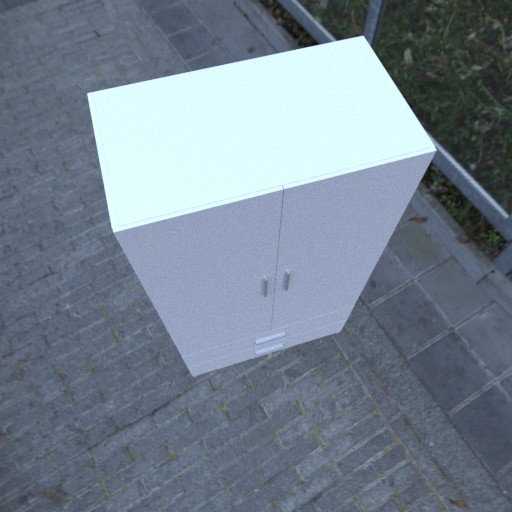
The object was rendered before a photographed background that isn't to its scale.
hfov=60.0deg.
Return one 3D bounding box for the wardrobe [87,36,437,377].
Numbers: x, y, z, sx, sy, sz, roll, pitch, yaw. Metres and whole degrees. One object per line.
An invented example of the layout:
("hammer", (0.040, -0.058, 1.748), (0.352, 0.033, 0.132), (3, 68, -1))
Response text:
("wardrobe", (0.000, 0.000, 2.201), (0.991, 1.808, 0.577), (-15, 63, -8))
